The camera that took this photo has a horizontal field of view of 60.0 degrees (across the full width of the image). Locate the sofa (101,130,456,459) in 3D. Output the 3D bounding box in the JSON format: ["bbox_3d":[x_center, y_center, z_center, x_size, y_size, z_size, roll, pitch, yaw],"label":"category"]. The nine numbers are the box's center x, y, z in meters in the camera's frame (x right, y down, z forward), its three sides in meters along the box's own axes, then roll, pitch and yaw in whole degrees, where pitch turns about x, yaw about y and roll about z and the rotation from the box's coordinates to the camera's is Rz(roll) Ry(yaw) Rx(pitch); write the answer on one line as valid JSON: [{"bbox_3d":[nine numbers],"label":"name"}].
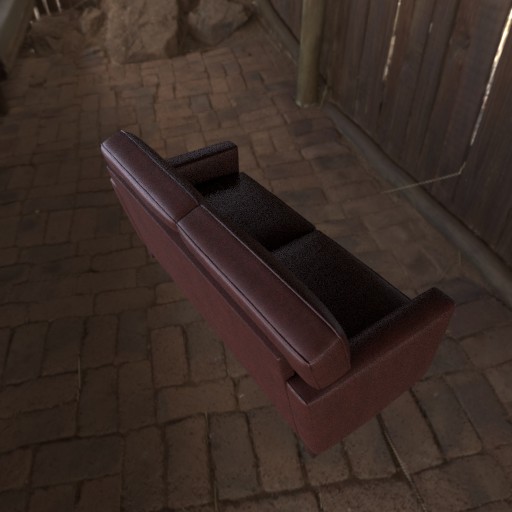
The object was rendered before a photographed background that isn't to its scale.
[{"bbox_3d":[0.000,0.000,2.370,0.912,0.928,1.876,-25,47,-26],"label":"sofa"}]
